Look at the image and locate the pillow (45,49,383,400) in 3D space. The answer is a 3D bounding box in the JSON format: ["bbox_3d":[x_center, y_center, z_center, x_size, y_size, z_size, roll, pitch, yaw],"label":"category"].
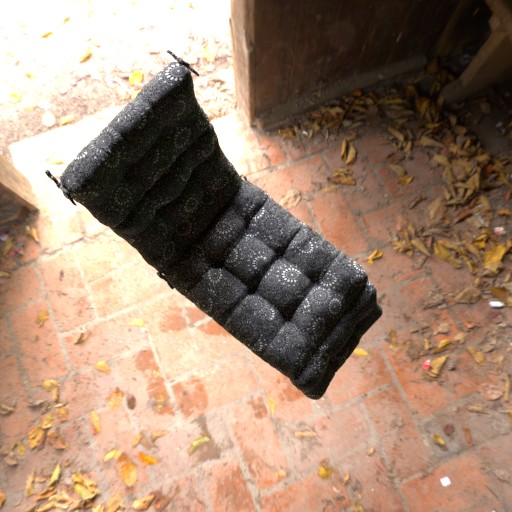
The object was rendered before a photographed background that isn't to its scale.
[{"bbox_3d":[0.000,0.000,1.512,1.016,0.863,0.526,38,79,9],"label":"pillow"}]
